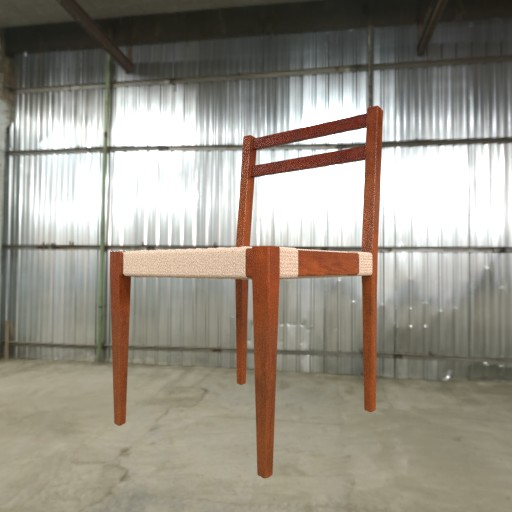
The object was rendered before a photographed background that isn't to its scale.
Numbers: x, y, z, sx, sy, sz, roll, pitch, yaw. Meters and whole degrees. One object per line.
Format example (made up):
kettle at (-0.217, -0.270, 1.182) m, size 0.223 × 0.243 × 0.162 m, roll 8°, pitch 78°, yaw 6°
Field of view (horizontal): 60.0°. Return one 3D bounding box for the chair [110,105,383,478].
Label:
chair at (0.000, 0.000, 1.192) m, size 0.495 × 0.851 × 0.569 m, roll -1°, pitch -2°, yaw 38°
